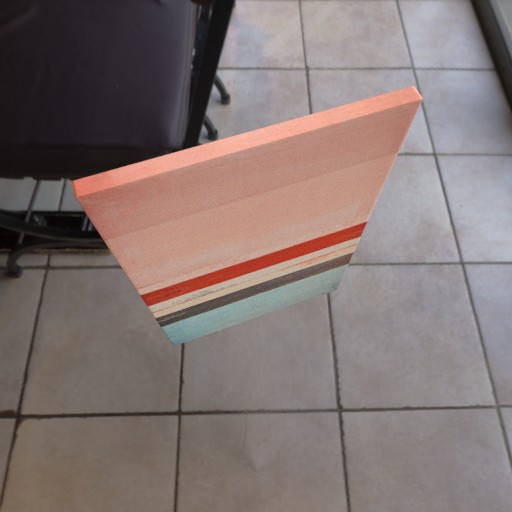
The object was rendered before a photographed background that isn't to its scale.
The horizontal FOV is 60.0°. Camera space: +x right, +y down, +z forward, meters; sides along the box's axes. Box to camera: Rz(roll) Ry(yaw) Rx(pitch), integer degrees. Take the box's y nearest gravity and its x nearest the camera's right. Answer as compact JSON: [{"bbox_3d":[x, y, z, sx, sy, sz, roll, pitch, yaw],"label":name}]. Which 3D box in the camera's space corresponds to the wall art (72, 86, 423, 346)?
[{"bbox_3d":[0.000,0.000,1.152,0.610,0.914,0.038,-18,66,-8],"label":"wall art"}]
